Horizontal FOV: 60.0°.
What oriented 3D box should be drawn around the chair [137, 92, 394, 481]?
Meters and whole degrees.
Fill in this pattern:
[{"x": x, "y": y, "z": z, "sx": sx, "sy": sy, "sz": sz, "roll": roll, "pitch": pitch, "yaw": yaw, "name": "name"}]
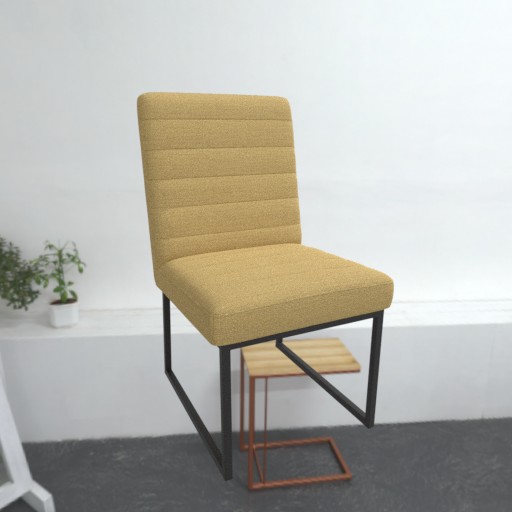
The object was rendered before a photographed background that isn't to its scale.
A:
[{"x": 0.000, "y": 0.000, "z": 1.305, "sx": 0.520, "sy": 0.930, "sz": 0.634, "roll": -8, "pitch": 18, "yaw": -25, "name": "chair"}]
